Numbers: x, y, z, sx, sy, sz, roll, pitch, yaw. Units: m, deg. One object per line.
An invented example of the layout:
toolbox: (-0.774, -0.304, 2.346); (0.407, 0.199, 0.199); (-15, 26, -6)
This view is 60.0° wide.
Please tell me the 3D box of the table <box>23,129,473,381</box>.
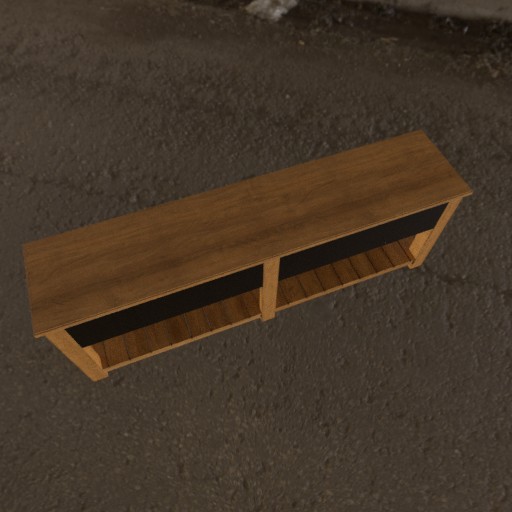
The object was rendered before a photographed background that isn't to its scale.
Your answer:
table: (0.000, 0.000, 2.082); (1.815, 0.635, 0.425); (-18, 60, -11)
